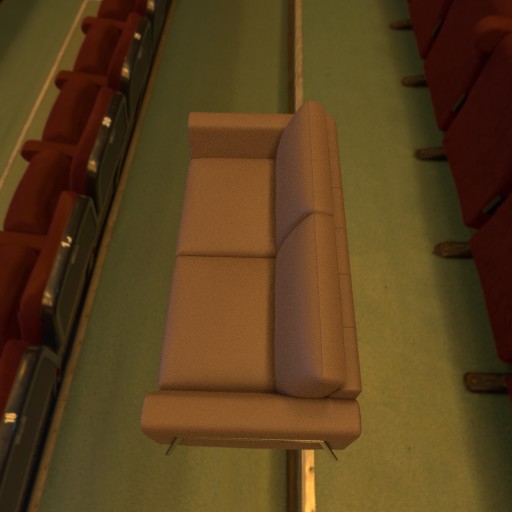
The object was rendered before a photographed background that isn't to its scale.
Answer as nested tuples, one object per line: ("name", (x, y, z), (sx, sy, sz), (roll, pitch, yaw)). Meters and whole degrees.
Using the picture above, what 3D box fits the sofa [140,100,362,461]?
("sofa", (0.000, 0.000, 2.543), (0.953, 0.875, 2.017), (1, 58, 1))
